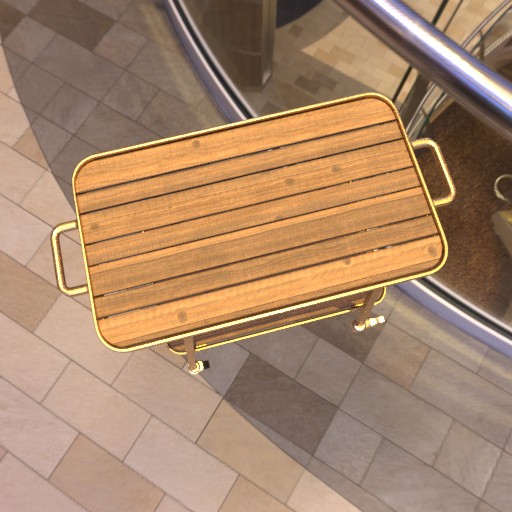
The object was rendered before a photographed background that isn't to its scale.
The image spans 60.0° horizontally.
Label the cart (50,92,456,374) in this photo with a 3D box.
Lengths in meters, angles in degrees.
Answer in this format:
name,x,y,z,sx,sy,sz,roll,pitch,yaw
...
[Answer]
name,x,y,z,sx,sy,sz,roll,pitch,yaw
cart,0.000,0.000,1.213,0.806,0.700,0.524,-14,76,-4
